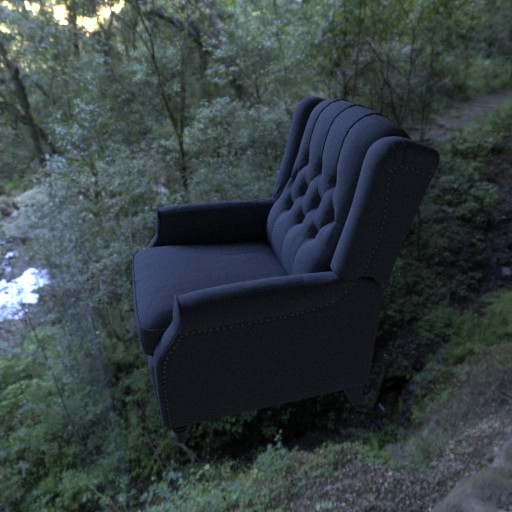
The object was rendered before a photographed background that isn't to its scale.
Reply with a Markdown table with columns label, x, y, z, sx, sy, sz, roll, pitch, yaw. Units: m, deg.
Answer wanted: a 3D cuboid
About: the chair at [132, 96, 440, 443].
| label | x | y | z | sx | sy | sz | roll | pitch | yaw |
| --- | --- | --- | --- | --- | --- | --- | --- | --- | --- |
| chair | 0.000 | 0.000 | 1.622 | 0.898 | 1.035 | 0.742 | -8 | 31 | -14 |
